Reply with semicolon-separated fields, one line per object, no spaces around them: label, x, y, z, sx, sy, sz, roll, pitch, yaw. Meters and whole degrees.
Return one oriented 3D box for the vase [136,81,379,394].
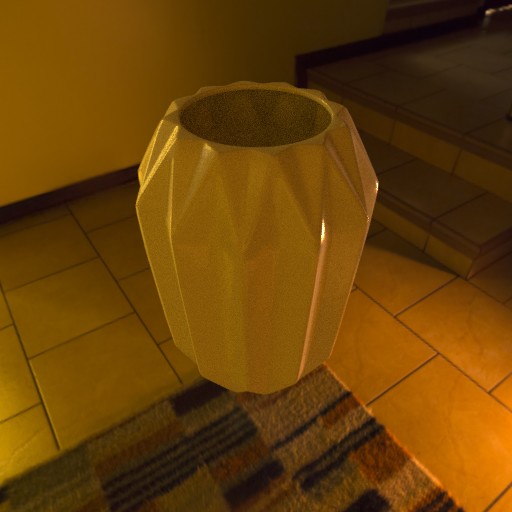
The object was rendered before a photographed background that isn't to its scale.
vase;0.000;0.000;0.409;0.195;0.275;0.195;0;41;0
